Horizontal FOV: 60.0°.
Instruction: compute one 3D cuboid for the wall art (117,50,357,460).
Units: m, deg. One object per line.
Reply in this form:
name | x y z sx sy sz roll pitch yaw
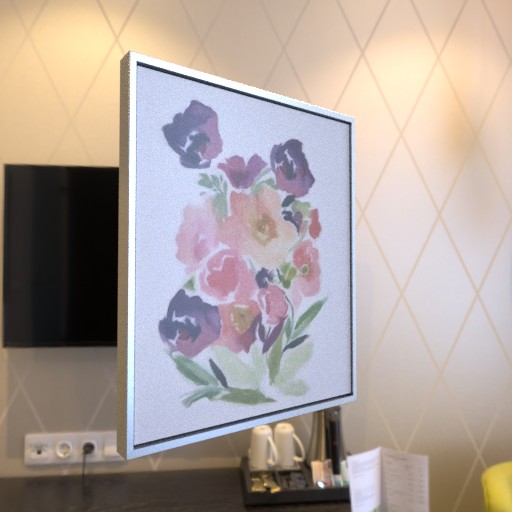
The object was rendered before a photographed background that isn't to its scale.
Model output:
wall art | 0.000 0.000 0.741 0.452 0.549 0.038 1 -2 -36
